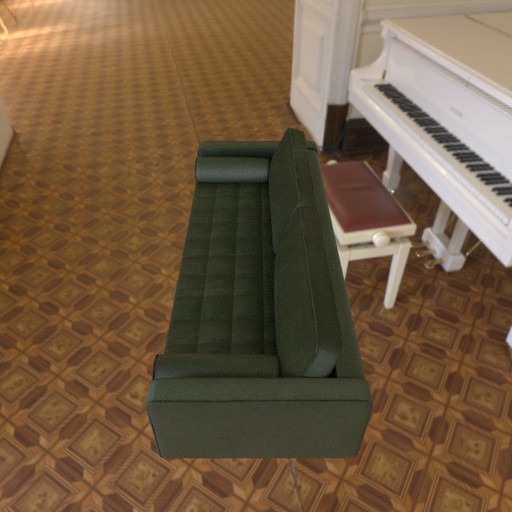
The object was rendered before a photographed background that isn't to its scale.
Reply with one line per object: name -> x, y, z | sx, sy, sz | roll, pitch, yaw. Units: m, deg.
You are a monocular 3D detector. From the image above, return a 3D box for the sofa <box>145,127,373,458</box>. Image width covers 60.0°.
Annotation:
sofa -> 0.000, 0.000, 2.655 | 0.918, 0.769, 2.199 | 0, 41, 0
